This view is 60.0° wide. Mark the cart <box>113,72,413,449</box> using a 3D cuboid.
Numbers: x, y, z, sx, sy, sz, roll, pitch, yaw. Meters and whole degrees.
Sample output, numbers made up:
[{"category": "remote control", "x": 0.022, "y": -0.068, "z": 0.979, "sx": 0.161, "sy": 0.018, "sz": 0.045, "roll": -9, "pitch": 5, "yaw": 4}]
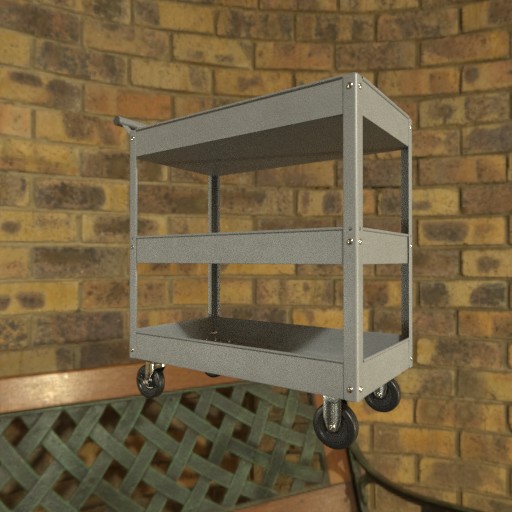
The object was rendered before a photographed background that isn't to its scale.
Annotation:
[{"category": "cart", "x": 0.000, "y": 0.000, "z": 1.174, "sx": 0.719, "sy": 0.780, "sz": 0.366, "roll": 0, "pitch": -1, "yaw": 36}]
